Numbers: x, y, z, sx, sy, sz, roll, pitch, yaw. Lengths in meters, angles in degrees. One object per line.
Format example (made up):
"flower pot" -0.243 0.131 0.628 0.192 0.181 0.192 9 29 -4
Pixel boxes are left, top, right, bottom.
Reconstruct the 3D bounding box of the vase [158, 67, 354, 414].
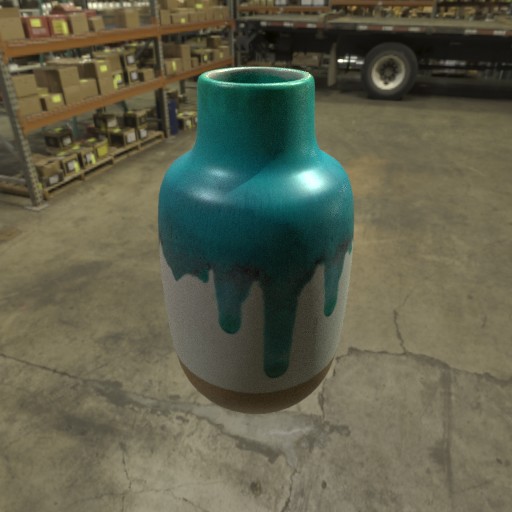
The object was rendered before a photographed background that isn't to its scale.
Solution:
"vase" 0.000 0.000 0.250 0.106 0.192 0.106 0 31 0
